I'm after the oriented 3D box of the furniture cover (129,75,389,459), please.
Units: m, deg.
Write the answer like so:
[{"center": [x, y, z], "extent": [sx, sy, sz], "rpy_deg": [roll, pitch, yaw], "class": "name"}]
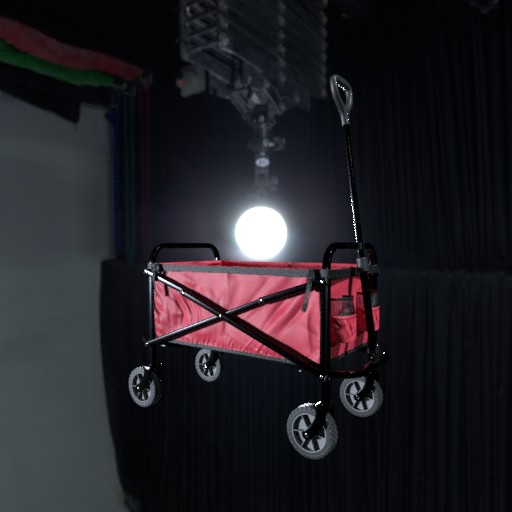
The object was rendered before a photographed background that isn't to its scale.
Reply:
[{"center": [0.000, 0.000, 1.823], "extent": [1.038, 1.295, 0.532], "rpy_deg": [1, 2, 35], "class": "furniture cover"}]
